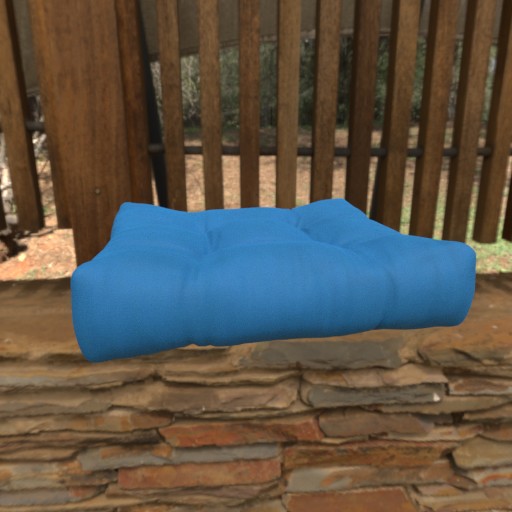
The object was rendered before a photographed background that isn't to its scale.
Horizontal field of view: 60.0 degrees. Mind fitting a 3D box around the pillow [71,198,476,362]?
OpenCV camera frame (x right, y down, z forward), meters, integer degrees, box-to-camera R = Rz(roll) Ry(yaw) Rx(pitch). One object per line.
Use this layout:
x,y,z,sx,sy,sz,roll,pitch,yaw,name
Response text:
0.000,0.000,0.724,0.490,0.128,0.468,-3,16,-10,pillow
